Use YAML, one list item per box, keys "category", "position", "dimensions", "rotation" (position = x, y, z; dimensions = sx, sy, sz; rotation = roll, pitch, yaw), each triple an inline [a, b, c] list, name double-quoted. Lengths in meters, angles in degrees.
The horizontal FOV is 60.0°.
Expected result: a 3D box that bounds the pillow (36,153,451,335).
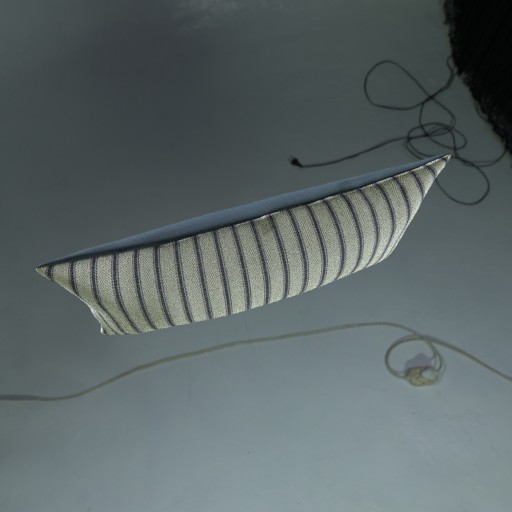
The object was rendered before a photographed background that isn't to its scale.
- category: "pillow"
  position: [0.000, 0.000, 0.750]
  dimensions: [0.609, 0.305, 0.151]
  rotation: [-16, 63, -8]
